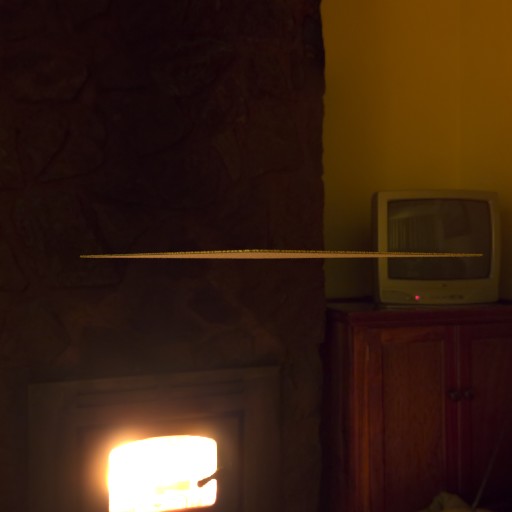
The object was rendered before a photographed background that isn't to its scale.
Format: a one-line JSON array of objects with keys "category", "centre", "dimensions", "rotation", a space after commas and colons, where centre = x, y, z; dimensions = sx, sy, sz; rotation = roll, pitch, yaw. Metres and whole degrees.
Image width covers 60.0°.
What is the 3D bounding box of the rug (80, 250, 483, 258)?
[{"category": "rug", "centre": [0.000, 0.000, 4.283], "dimensions": [2.439, 0.014, 3.207], "rotation": [1, -1, -37]}]
